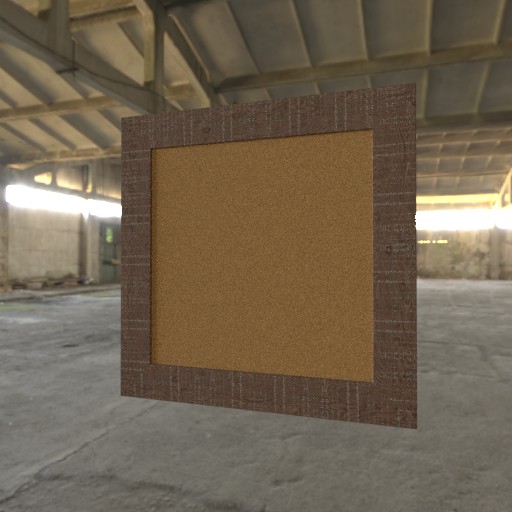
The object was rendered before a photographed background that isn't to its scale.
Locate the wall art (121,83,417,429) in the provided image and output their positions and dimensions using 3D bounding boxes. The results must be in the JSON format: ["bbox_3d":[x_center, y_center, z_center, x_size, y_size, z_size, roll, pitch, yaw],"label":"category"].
[{"bbox_3d":[0.000,0.000,0.781,0.531,0.531,0.040,0,-1,18],"label":"wall art"}]
